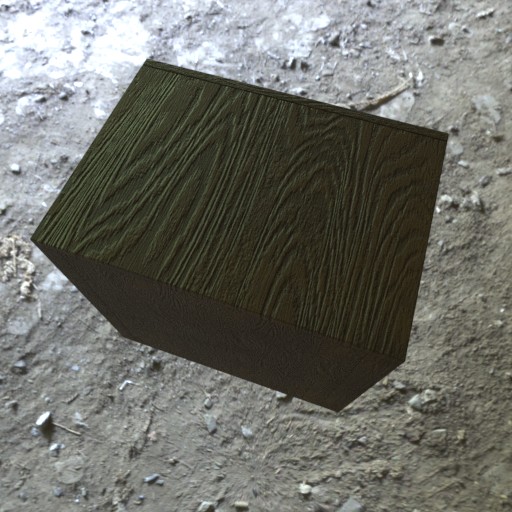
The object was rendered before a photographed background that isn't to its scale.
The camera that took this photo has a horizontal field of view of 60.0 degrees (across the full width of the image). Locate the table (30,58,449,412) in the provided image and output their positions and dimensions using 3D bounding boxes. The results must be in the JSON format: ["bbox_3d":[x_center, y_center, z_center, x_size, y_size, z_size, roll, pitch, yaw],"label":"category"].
[{"bbox_3d":[0.000,0.000,0.969,0.560,0.585,0.439,17,65,8],"label":"table"}]
